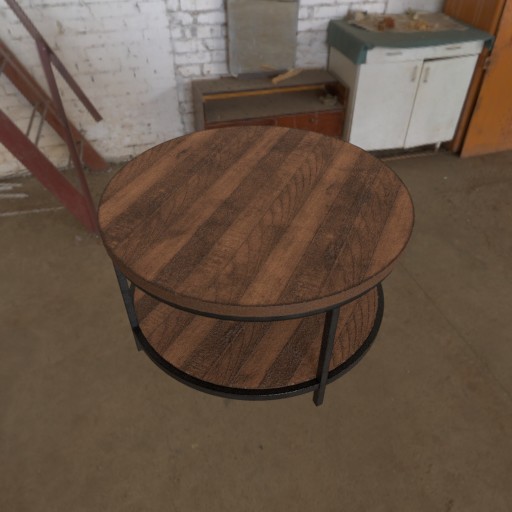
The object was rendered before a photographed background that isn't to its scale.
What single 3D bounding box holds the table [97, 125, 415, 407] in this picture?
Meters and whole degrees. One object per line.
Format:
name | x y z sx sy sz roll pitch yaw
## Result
table | 0.000 0.000 1.362 0.837 0.462 0.837 0 41 0
